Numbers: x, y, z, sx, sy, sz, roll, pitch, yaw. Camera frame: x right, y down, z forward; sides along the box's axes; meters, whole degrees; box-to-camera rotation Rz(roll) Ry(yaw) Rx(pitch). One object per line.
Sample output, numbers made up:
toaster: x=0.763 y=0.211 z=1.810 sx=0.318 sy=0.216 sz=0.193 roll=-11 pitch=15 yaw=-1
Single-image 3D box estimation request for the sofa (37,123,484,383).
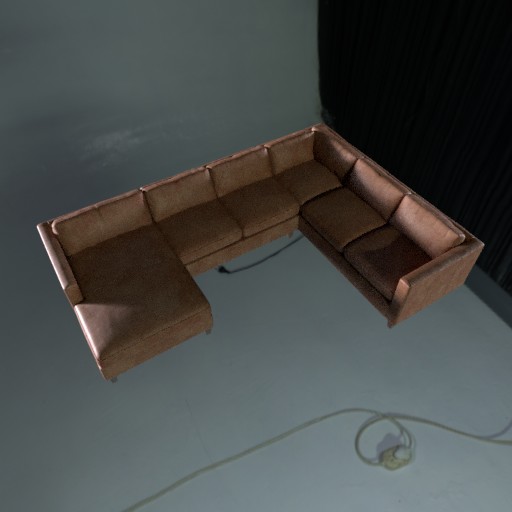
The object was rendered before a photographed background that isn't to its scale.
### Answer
sofa: x=0.000 y=0.000 z=4.328 sx=3.401 sy=0.832 sz=2.430 roll=-25 pitch=53 yaw=-21
